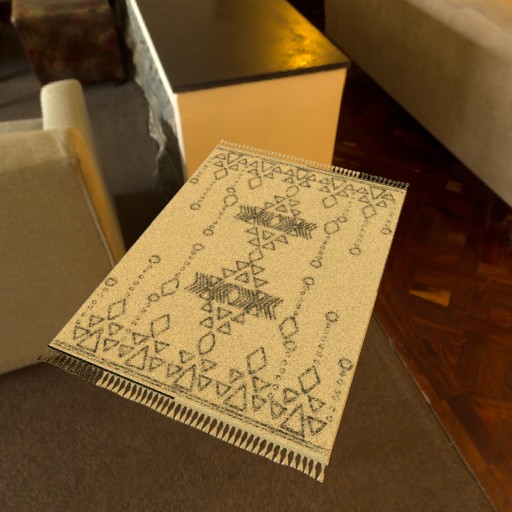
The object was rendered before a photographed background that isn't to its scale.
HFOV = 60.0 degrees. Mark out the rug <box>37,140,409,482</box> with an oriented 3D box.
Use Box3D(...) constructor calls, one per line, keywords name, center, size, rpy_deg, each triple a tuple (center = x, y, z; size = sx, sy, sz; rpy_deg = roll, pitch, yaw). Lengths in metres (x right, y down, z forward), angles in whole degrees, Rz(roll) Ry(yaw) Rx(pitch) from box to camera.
Box3D(name="rug", center=(0.000, 0.000, 2.903), size=(1.600, 0.013, 2.312), rpy_deg=(17, 49, 15))
